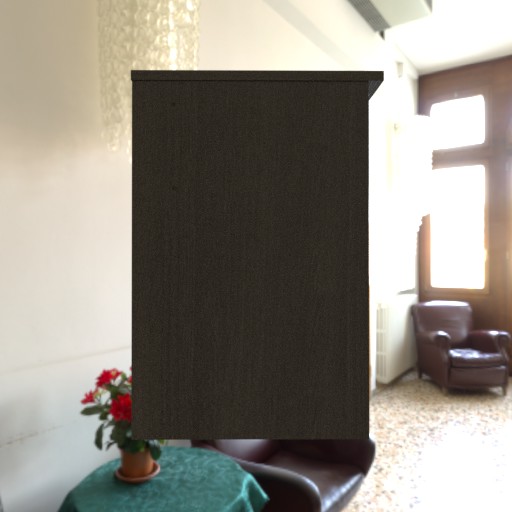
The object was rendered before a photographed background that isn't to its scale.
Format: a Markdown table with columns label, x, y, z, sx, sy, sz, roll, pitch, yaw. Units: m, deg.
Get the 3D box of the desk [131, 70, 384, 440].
| label | x | y | z | sx | sy | sz | roll | pitch | yaw |
| --- | --- | --- | --- | --- | --- | --- | --- | --- | --- |
| desk | 0.000 | 0.000 | 1.315 | 0.498 | 0.724 | 0.893 | 0 | 0 | 0 |
